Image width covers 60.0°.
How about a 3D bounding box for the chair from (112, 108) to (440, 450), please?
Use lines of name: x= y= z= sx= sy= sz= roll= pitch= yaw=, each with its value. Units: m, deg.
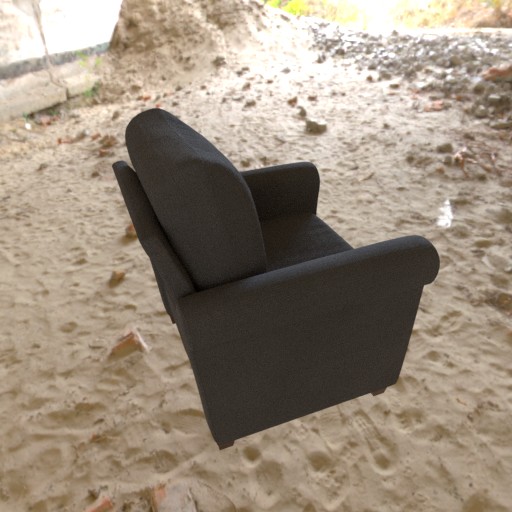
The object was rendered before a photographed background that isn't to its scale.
chair: x=0.000 y=0.000 z=1.565 sx=0.828 sy=0.942 sz=0.867 roll=-12 pitch=33 yaw=-19
